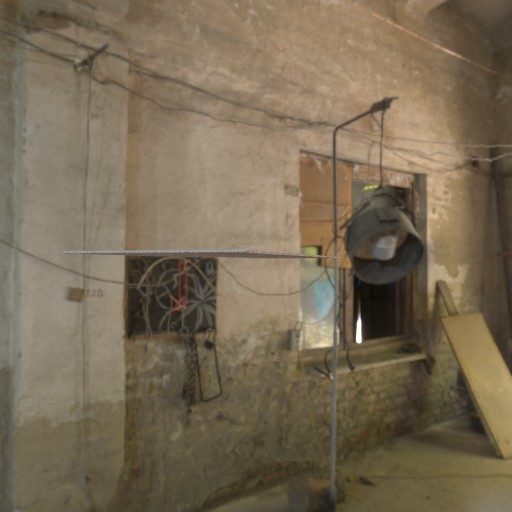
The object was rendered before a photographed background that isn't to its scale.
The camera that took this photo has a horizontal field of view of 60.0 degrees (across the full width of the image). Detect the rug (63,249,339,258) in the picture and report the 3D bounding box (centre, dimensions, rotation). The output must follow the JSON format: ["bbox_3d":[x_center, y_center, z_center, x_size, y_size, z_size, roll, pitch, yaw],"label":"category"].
[{"bbox_3d":[0.000,0.000,2.489,0.666,0.011,2.294,0,-1,17],"label":"rug"}]
